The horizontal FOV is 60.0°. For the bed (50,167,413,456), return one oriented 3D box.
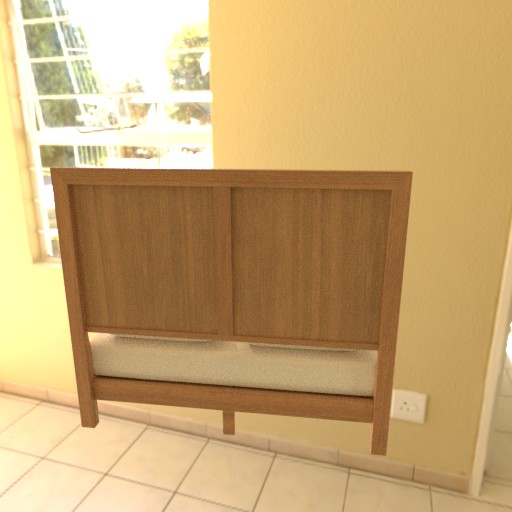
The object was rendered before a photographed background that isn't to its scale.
[{"bbox_3d":[0.000,0.000,3.156,1.606,1.387,2.184,2,16,8],"label":"bed"}]
